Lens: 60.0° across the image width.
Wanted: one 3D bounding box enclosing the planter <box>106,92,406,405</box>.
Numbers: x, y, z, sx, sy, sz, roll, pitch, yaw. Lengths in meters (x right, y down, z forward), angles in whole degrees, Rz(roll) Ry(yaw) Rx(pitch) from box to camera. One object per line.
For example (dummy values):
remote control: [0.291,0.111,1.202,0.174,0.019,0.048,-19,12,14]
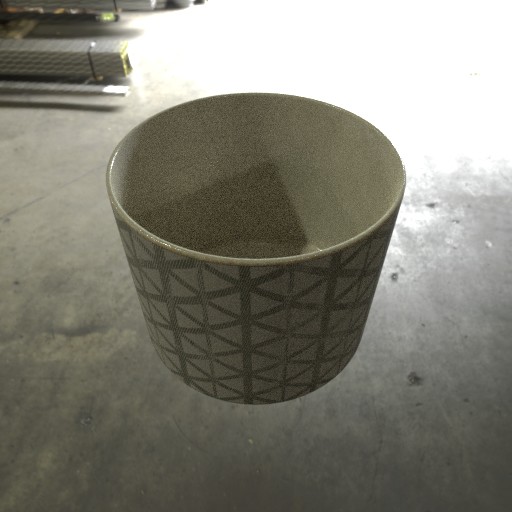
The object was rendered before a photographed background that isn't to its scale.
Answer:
planter: [0.000,0.000,0.351,0.190,0.181,0.190,0,45,0]
